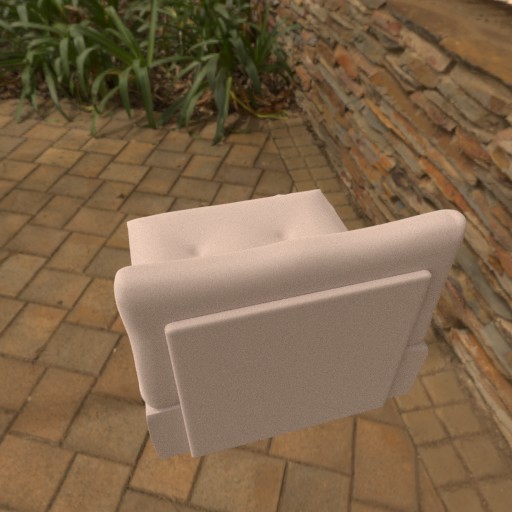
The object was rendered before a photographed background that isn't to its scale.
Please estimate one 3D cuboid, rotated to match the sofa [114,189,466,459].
[{"bbox_3d":[0.000,0.000,1.641,0.935,0.828,1.000,-10,43,-12],"label":"sofa"}]
